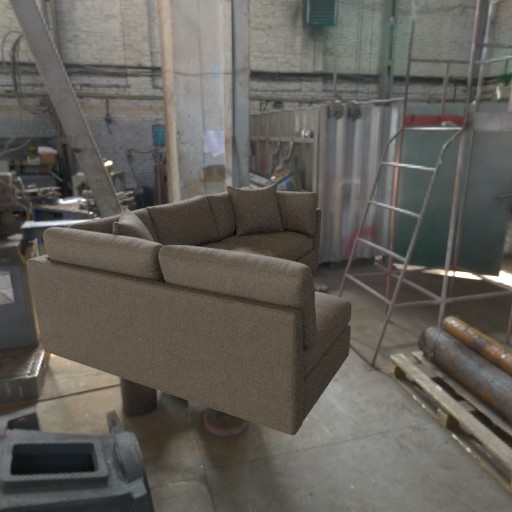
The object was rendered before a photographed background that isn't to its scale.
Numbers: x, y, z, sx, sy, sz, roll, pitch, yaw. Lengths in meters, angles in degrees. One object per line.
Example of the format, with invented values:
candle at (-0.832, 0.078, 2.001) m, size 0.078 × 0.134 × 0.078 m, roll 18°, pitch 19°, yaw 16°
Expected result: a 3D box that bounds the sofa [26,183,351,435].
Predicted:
sofa at (0.000, 0.000, 3.814) m, size 1.994 × 0.978 × 2.896 m, roll 8°, pitch 18°, yaw 27°
